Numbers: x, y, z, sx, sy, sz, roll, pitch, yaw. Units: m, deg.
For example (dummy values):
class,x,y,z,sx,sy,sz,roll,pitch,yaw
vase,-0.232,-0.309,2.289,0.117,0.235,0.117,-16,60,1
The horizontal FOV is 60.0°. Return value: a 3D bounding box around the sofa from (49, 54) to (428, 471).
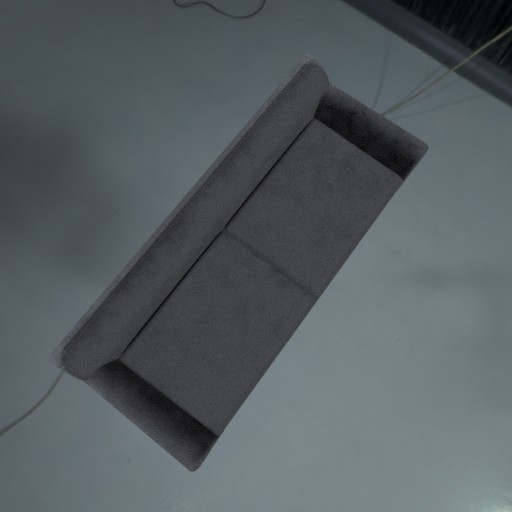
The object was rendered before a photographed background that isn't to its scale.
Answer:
class,x,y,z,sx,sy,sz,roll,pitch,yaw
sofa,0.000,0.000,2.622,0.900,0.740,2.190,36,78,9
